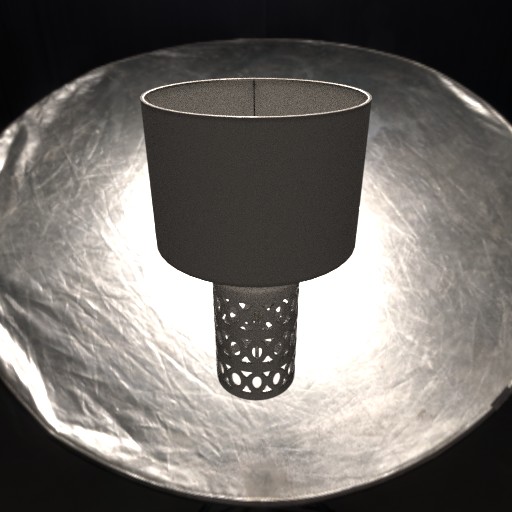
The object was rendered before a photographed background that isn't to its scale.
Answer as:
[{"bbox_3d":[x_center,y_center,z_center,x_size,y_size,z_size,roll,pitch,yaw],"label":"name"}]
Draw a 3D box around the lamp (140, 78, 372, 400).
[{"bbox_3d":[0.000,0.000,0.720,0.310,0.502,0.310,0,29,0],"label":"lamp"}]
